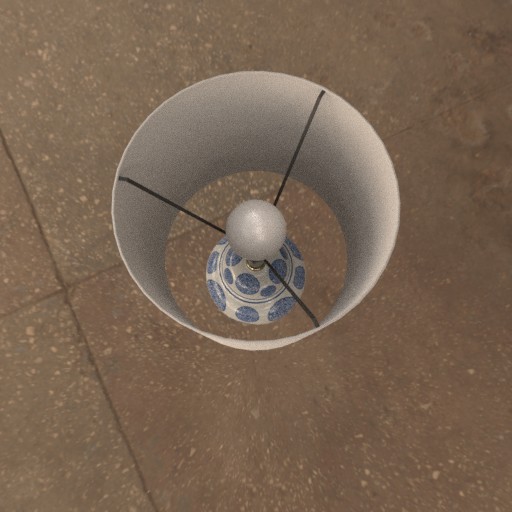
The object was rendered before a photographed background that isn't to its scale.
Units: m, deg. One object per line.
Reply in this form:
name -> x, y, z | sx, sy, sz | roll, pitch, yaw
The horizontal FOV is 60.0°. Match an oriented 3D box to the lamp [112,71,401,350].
lamp -> 0.000, 0.000, 0.515 | 0.215, 0.381, 0.215 | -24, 78, -5
